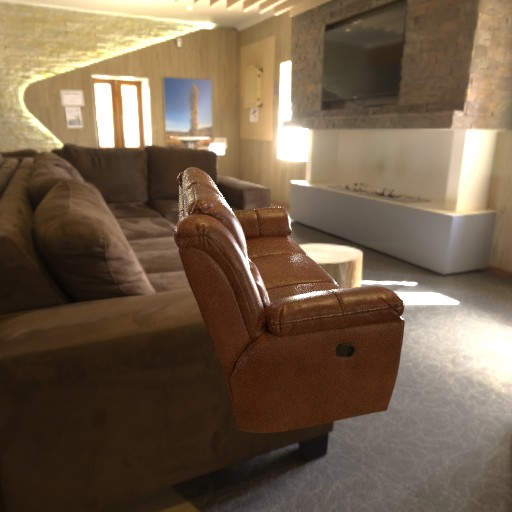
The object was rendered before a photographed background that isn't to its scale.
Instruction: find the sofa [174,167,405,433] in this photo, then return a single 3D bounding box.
[{"bbox_3d":[0.000,0.000,2.889,0.991,1.043,2.337,-3,16,-9],"label":"sofa"}]
